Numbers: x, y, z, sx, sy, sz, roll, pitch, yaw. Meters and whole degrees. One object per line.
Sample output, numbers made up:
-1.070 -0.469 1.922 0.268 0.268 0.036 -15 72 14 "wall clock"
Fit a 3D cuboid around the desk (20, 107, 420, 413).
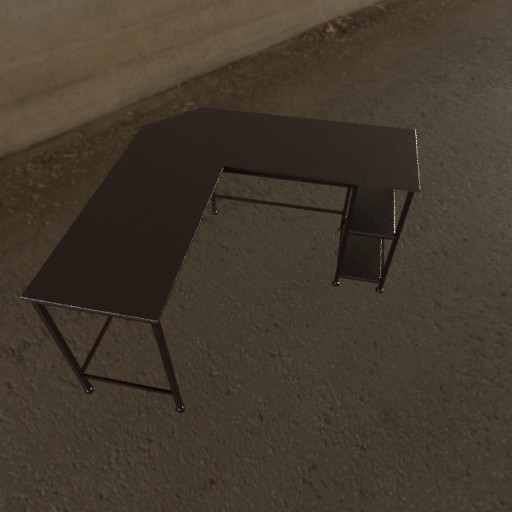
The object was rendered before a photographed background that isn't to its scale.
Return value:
0.000 0.000 2.166 1.379 0.739 1.379 9 48 8 "desk"
